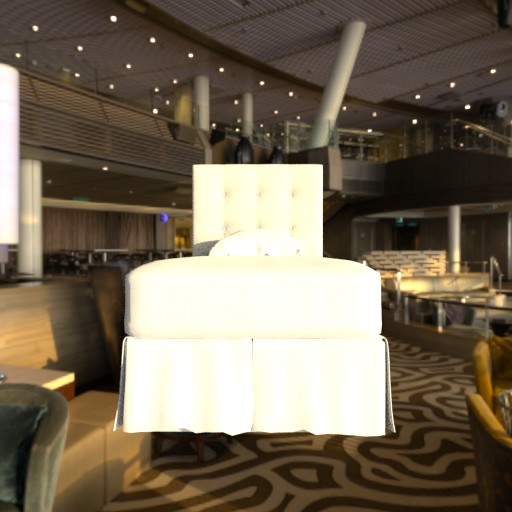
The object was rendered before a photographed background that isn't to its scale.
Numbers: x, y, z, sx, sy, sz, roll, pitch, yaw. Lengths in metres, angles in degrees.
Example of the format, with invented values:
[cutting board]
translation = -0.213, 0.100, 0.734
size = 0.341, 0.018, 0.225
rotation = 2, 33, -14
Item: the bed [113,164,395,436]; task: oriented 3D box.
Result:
[bed]
translation = 0.000, 0.000, 2.924
size = 1.261, 1.571, 1.997
rotation = 0, 1, 1
